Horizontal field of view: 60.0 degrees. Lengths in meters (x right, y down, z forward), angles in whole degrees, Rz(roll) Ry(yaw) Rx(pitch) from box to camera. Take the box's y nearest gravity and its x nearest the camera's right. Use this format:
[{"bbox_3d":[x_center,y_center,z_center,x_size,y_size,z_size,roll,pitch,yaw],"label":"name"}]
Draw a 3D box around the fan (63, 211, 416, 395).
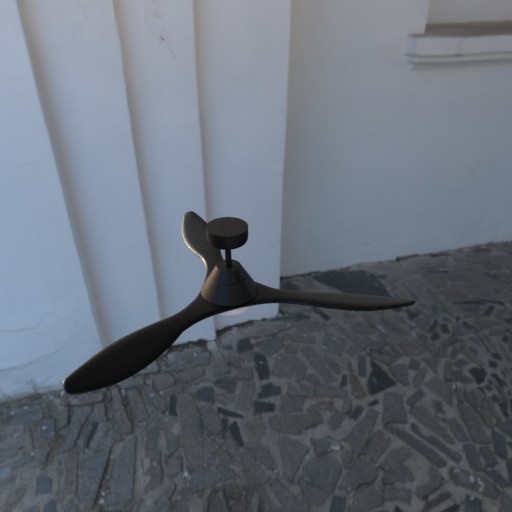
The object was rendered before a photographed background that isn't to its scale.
[{"bbox_3d":[0.000,0.000,1.587,1.067,0.305,1.067,-1,31,-2],"label":"fan"}]
